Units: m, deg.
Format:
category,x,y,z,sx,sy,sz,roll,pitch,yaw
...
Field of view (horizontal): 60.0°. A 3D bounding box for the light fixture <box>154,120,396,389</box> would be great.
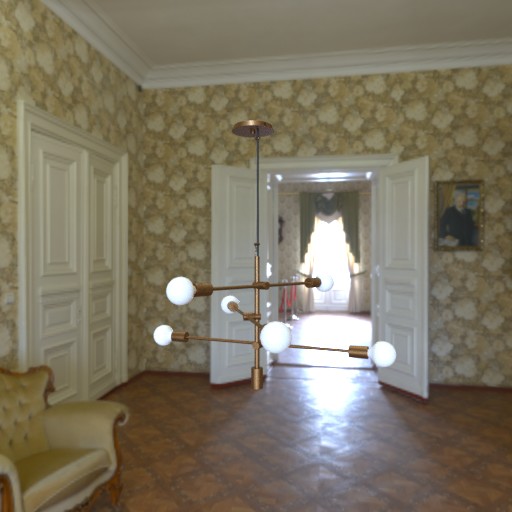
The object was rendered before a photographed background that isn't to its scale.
category,x,y,z,sx,sy,sz,roll,pitch,yaw
light fixture,0.000,0.000,1.267,0.637,0.744,0.682,0,-1,-37
